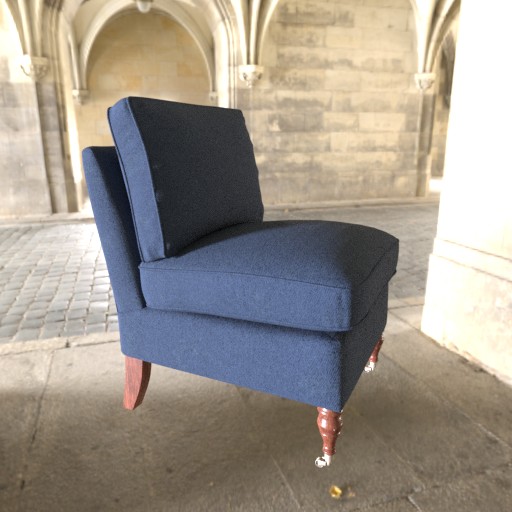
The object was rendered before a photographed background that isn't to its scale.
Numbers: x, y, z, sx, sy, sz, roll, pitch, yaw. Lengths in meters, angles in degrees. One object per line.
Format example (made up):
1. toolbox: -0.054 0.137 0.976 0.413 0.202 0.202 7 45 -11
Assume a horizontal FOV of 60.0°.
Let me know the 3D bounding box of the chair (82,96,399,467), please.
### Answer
1. chair: 0.000 0.000 1.589 0.912 1.052 0.724 7 16 25
